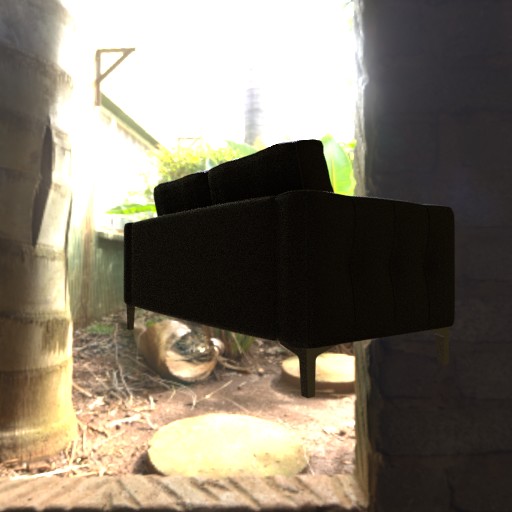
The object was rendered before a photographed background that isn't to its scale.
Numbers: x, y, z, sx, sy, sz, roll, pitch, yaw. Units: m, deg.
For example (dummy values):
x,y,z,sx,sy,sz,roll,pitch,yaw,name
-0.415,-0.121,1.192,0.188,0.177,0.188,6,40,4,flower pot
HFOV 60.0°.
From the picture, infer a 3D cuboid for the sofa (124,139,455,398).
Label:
x,y,z,sx,sy,sz,roll,pitch,yaw,name
0.000,0.000,2.267,0.833,0.893,1.726,0,0,-35,sofa
